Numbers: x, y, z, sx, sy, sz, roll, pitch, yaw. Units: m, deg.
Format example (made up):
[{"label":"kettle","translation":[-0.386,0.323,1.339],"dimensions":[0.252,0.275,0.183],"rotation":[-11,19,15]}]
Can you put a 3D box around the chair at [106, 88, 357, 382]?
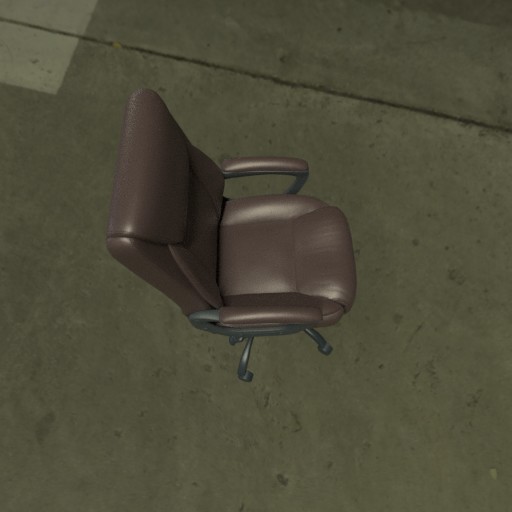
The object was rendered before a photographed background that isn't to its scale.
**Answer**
[{"label":"chair","translation":[0.000,0.000,1.467],"dimensions":[0.655,1.072,0.615],"rotation":[-1,63,-1]}]
